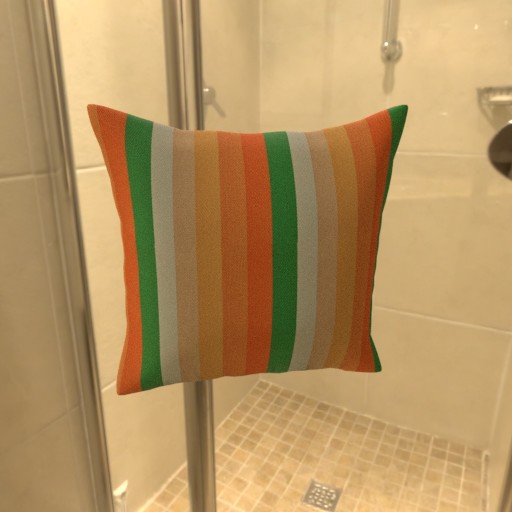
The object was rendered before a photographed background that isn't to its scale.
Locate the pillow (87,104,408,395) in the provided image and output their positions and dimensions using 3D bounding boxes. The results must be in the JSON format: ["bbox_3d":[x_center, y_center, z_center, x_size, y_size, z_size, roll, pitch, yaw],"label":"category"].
[{"bbox_3d":[0.000,0.000,0.683,0.453,0.444,0.169,-3,17,-9],"label":"pillow"}]
